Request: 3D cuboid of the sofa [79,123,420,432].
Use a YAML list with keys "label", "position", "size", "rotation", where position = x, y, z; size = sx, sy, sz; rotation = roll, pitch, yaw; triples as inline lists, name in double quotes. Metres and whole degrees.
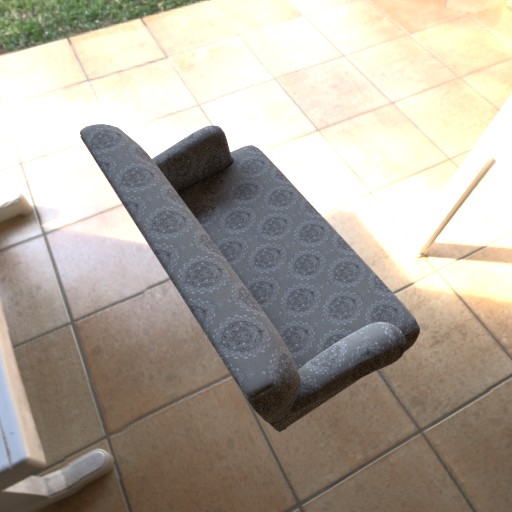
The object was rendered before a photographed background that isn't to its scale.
- label: "sofa"
  position: [0.000, 0.000, 1.801]
  size: [0.779, 0.889, 1.297]
  rotation: [-29, 63, -17]
